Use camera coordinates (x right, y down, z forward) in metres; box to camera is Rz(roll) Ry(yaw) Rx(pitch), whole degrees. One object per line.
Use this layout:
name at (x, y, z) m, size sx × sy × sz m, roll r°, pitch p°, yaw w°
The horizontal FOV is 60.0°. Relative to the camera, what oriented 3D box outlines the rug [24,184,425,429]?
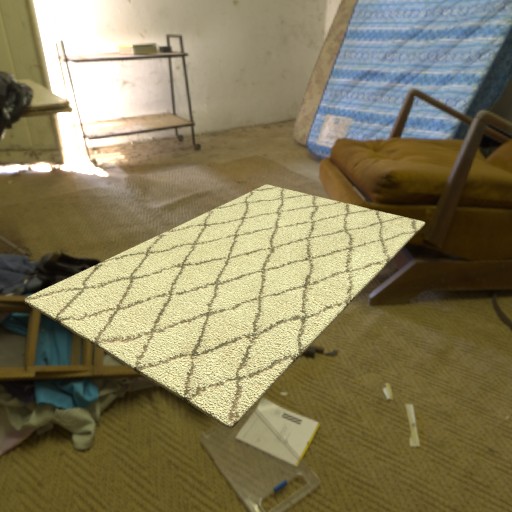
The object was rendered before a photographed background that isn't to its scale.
rug at (0.000, 0.000, 3.003) m, size 1.524 × 0.030 × 2.438 m, roll 19°, pitch 34°, yaw 31°
